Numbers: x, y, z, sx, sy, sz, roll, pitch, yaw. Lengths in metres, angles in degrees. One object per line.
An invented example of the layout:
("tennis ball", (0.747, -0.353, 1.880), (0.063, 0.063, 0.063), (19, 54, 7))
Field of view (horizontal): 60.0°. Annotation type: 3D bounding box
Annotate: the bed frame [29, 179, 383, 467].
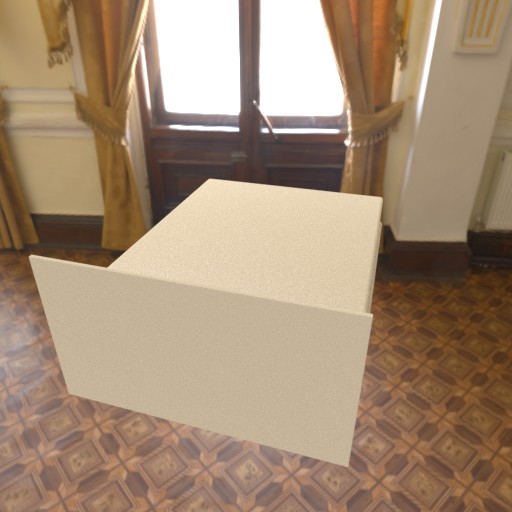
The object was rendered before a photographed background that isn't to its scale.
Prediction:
("bed frame", (0.000, 0.000, 2.655), (1.400, 0.800, 1.900), (9, 31, 15))
